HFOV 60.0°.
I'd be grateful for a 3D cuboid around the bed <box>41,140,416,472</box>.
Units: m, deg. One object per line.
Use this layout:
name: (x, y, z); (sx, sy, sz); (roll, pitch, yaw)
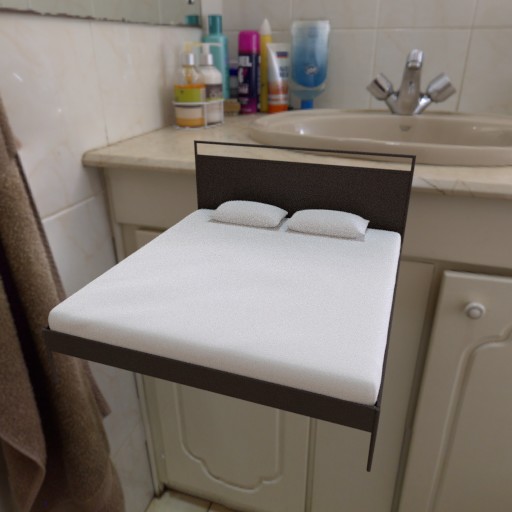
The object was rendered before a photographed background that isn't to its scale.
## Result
bed: (0.000, 0.000, 3.215); (1.993, 1.173, 2.151); (8, 26, 18)
